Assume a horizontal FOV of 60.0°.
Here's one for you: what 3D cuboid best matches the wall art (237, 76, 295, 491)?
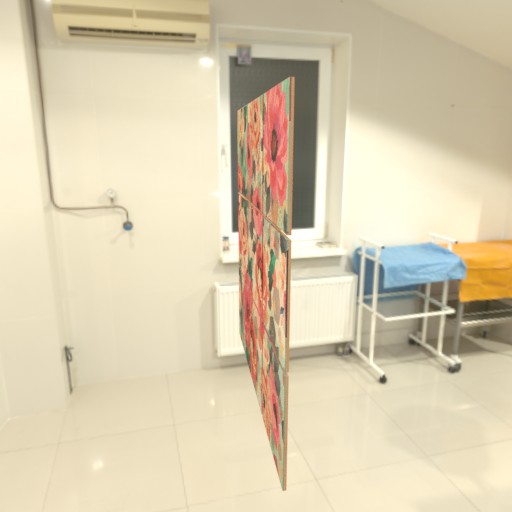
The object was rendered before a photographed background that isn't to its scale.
[{"bbox_3d":[0.000,0.000,1.828,0.013,1.220,1.216,-2,14,-8],"label":"wall art"}]
